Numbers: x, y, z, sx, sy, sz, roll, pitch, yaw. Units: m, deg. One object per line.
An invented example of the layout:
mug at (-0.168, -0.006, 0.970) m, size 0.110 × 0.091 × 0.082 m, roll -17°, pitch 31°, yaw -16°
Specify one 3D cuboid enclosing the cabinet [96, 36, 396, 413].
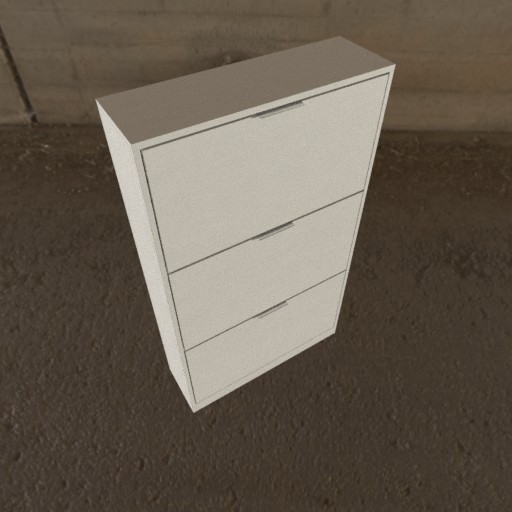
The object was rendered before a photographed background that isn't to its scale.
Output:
cabinet at (0.000, 0.000, 1.586) m, size 0.750 × 1.280 × 0.250 m, roll -24°, pitch 51°, yaw -21°
